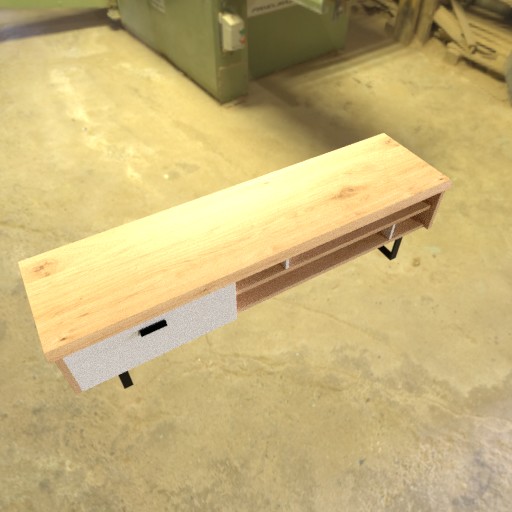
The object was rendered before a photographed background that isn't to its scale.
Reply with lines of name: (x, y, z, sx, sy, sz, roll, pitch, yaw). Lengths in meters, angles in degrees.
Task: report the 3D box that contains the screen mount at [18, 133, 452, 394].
screen mount: (0.000, 0.000, 1.892, 1.700, 0.430, 0.450, -23, 51, -20)
